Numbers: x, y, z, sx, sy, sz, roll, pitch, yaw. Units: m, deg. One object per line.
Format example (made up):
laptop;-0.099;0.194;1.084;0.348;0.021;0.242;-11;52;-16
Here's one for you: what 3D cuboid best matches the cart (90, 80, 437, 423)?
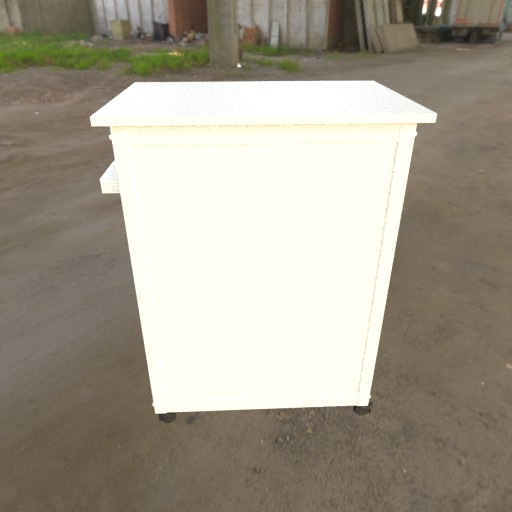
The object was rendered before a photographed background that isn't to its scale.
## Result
cart;0.000;0.000;1.249;0.683;0.864;0.442;-1;29;-2
